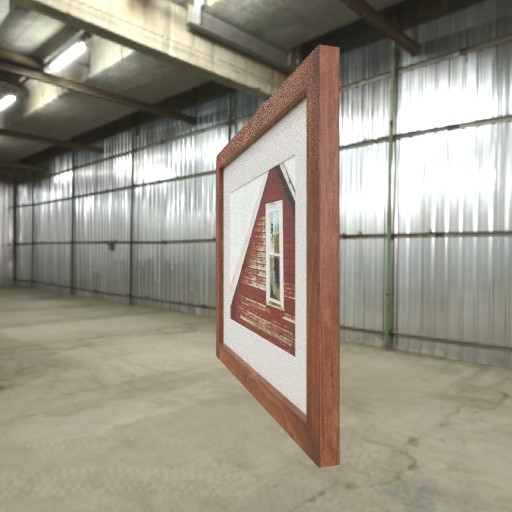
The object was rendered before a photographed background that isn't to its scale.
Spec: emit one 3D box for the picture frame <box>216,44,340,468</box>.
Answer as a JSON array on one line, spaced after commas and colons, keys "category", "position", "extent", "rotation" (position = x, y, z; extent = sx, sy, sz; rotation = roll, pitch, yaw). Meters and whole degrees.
[{"category": "picture frame", "position": [0.000, 0.000, 0.750], "extent": [0.025, 0.457, 0.559], "rotation": [0, 0, -17]}]
